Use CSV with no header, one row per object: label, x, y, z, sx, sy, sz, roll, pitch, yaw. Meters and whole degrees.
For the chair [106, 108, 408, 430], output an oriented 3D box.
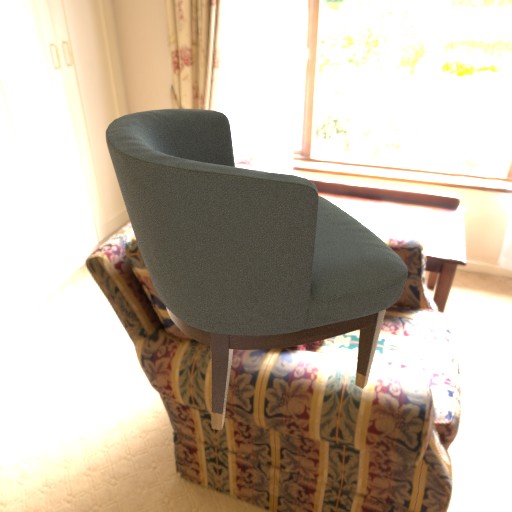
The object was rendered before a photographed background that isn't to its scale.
chair,0.000,0.000,1.263,0.702,0.760,0.661,-10,32,-17
